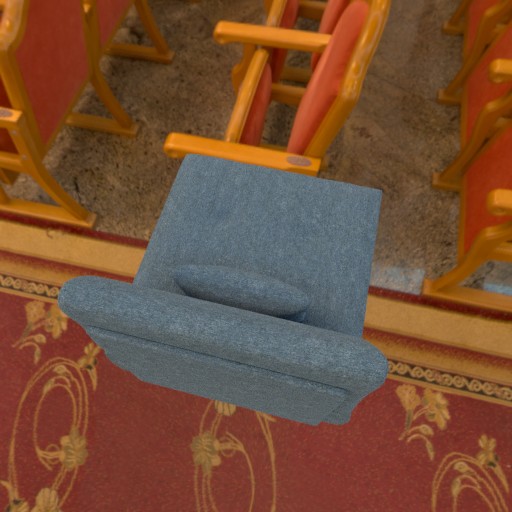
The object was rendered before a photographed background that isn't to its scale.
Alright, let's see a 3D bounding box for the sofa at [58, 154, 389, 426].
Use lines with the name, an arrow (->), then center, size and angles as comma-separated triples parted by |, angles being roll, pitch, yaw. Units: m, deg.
sofa -> 0.000, 0.000, 1.696 | 0.930, 0.820, 1.000 | 12, 64, 6
